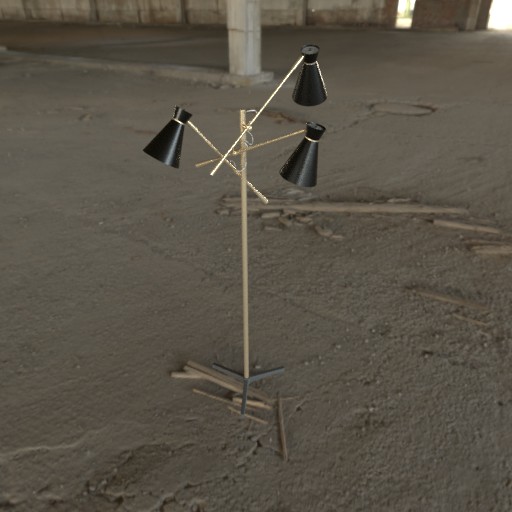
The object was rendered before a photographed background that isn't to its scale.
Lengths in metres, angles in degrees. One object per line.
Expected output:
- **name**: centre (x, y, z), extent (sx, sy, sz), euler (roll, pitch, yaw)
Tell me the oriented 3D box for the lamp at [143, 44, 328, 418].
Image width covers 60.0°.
- **lamp**: centre (0.000, 0.000, 2.117), extent (0.653, 1.804, 0.750), euler (19, 35, 29)
